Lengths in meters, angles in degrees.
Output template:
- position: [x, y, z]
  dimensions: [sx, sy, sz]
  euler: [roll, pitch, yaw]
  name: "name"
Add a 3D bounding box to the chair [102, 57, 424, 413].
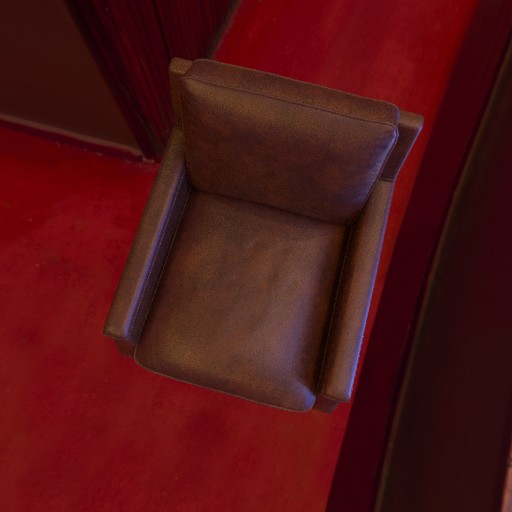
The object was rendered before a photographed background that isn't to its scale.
- position: [0.000, 0.000, 1.641]
  dimensions: [0.853, 0.929, 1.014]
  euler: [15, 76, 4]
  name: "chair"
